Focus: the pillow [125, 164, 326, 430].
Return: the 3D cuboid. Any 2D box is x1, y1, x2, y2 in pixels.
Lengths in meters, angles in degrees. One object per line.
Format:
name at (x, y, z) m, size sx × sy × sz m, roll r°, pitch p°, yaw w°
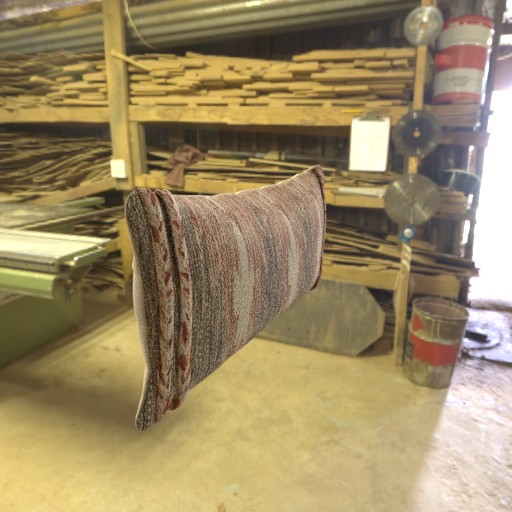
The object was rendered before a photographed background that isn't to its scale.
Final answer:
pillow at (0.000, 0.000, 0.755) m, size 0.139 × 0.282 × 0.635 m, roll 7°, pitch 16°, yaw 25°
